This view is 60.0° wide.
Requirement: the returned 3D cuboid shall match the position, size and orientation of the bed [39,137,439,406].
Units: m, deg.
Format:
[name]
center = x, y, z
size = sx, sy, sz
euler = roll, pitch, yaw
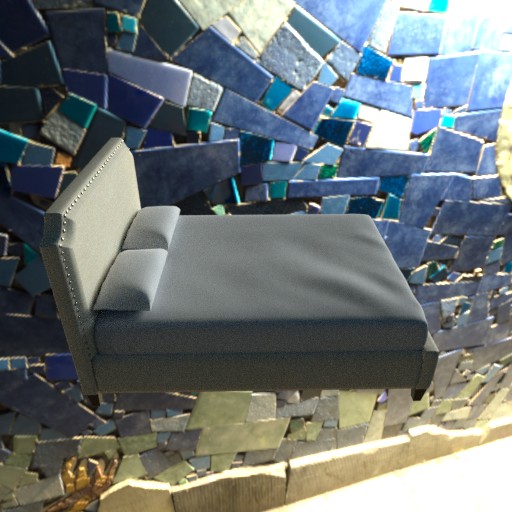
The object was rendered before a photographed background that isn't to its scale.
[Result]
[bed]
center = 0.000, 0.000, 3.448
size = 2.381, 1.457, 1.713
euler = -1, 31, -1
